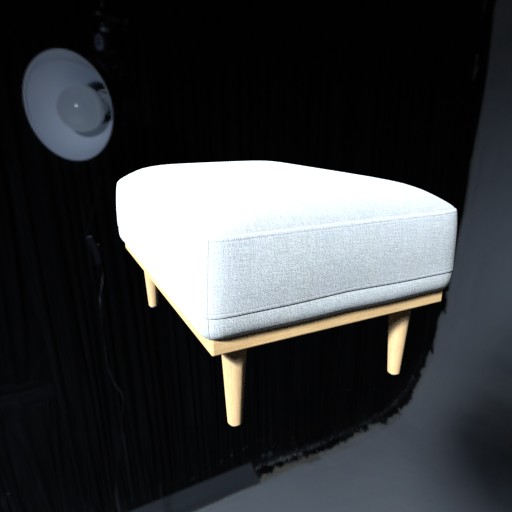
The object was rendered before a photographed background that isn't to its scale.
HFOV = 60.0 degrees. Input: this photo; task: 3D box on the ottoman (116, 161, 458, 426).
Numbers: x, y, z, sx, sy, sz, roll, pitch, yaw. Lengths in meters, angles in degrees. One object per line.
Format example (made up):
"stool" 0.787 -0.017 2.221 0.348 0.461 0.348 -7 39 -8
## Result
"ottoman" 0.000 0.000 1.101 0.549 0.428 0.749 -8 19 -25
